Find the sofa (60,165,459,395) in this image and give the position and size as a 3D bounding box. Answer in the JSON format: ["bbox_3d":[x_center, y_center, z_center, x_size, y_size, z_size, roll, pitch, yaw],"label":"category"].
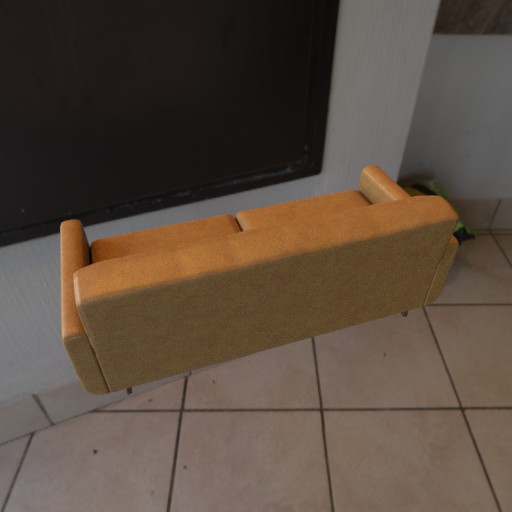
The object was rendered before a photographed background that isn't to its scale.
[{"bbox_3d":[0.000,0.000,2.643,2.137,0.892,0.980,-12,43,-14],"label":"sofa"}]
